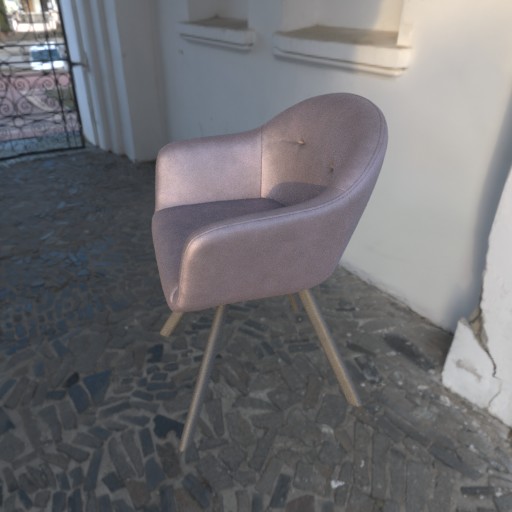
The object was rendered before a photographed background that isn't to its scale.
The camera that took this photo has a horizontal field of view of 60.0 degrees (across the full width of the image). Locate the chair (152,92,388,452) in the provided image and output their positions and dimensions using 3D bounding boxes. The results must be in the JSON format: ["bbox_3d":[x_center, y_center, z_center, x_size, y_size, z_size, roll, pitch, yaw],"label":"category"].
[{"bbox_3d":[0.000,0.000,1.174,0.544,0.781,0.567,-9,32,-14],"label":"chair"}]
